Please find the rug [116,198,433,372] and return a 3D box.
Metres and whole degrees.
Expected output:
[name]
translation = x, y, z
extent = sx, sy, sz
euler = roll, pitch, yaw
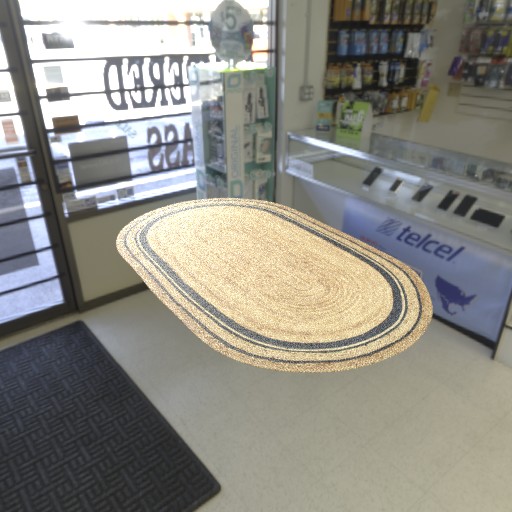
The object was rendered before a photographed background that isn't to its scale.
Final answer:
[rug]
translation = 0.000, 0.000, 3.007
extent = 1.520, 0.006, 2.432
euler = -18, 32, -30
